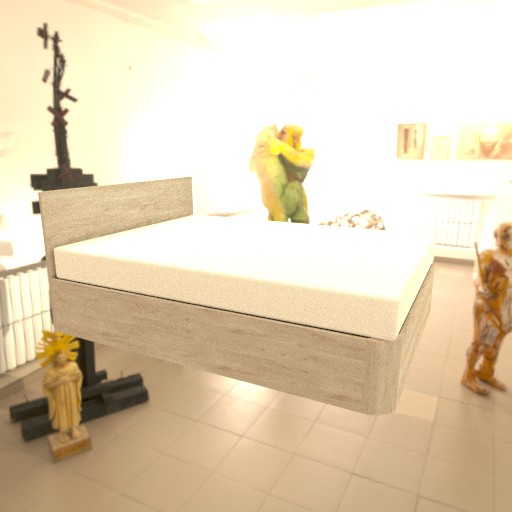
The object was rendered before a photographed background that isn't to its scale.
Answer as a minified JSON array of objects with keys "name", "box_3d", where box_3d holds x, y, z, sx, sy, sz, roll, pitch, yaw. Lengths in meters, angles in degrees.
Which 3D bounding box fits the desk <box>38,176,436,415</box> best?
[{"name":"desk","box_3d":[0.000,0.000,2.651,1.900,0.800,1.400,7,16,26]}]
